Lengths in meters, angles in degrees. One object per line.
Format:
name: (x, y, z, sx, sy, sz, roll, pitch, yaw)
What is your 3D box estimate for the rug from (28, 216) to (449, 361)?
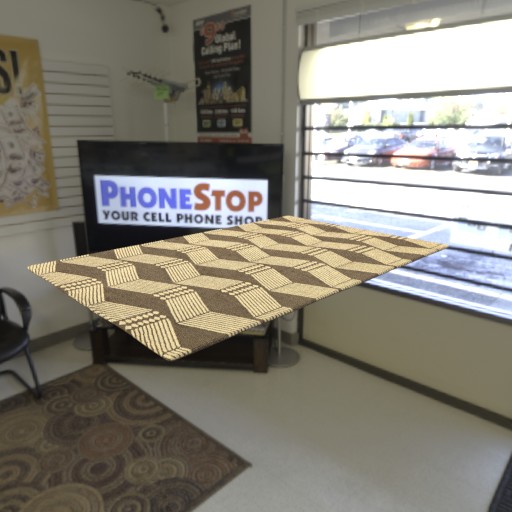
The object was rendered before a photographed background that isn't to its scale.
rug: (0.000, 0.000, 2.276, 1.833, 0.016, 1.210, -15, 22, -42)
